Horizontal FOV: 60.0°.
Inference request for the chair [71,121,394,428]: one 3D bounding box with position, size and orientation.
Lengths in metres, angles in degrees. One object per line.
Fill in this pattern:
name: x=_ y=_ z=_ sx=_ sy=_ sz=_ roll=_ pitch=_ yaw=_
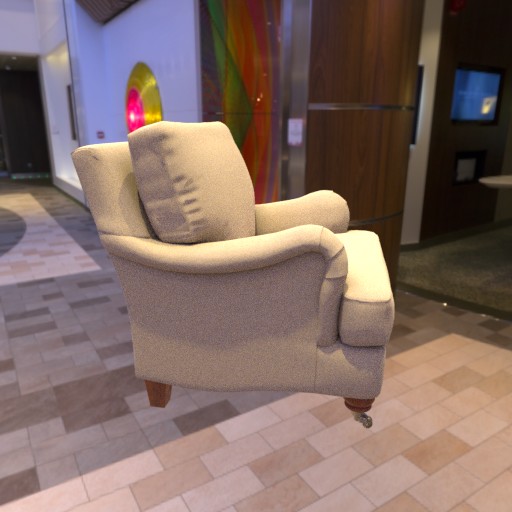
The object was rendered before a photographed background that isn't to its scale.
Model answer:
chair: x=0.000 y=0.000 z=1.853 sx=1.078 sy=1.076 sz=0.895 roll=3 pitch=17 yaw=11
